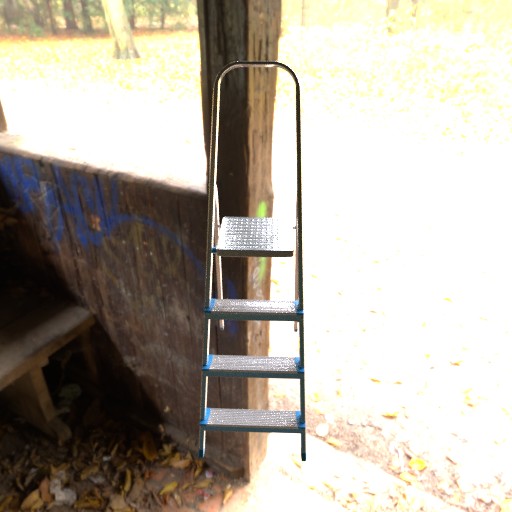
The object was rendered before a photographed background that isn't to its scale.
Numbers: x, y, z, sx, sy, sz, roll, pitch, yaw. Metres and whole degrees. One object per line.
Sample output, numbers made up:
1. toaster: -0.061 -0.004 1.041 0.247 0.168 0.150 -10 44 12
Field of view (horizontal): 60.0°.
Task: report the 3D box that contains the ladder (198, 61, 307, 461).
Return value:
1. ladder: 0.000 0.000 1.803 0.445 1.434 0.842 1 31 2
